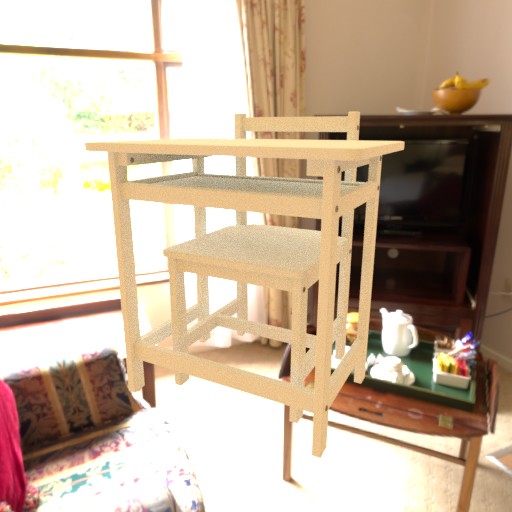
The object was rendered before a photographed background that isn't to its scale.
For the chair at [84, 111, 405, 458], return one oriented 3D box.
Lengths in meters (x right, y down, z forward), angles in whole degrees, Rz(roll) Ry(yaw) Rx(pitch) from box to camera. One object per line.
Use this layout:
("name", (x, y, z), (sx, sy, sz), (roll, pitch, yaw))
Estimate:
("chair", (0.000, 0.000, 1.076), (0.599, 0.673, 0.461), (8, 18, 27))
